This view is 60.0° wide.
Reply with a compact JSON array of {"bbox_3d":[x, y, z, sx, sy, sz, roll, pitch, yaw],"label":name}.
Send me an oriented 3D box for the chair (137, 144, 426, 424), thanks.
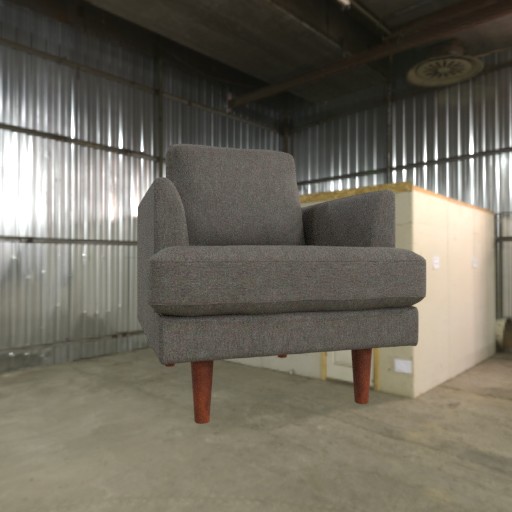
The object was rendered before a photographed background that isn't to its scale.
[{"bbox_3d":[0.000,0.000,1.665,0.858,0.957,0.899,0,0,-19],"label":"chair"}]
